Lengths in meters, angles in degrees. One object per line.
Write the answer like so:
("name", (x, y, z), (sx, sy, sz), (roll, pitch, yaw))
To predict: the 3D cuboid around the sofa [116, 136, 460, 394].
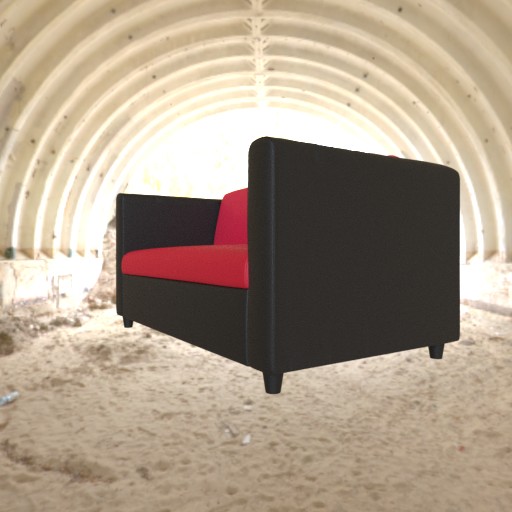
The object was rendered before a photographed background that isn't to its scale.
("sofa", (0.000, 0.000, 1.939), (0.845, 0.735, 1.410), (0, 0, -33))
